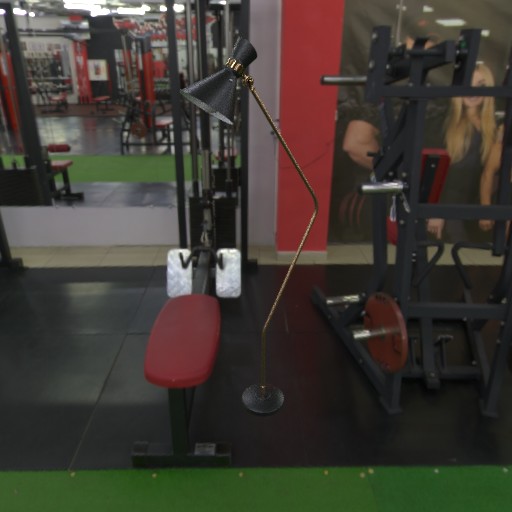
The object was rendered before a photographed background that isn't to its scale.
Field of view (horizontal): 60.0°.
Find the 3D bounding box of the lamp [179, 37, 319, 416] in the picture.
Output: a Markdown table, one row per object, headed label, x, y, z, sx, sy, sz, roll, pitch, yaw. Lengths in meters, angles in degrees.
| label | x | y | z | sx | sy | sz | roll | pitch | yaw |
| --- | --- | --- | --- | --- | --- | --- | --- | --- | --- |
| lamp | 0.000 | 0.000 | 1.625 | 0.467 | 1.438 | 0.277 | 1 | 24 | 1 |
